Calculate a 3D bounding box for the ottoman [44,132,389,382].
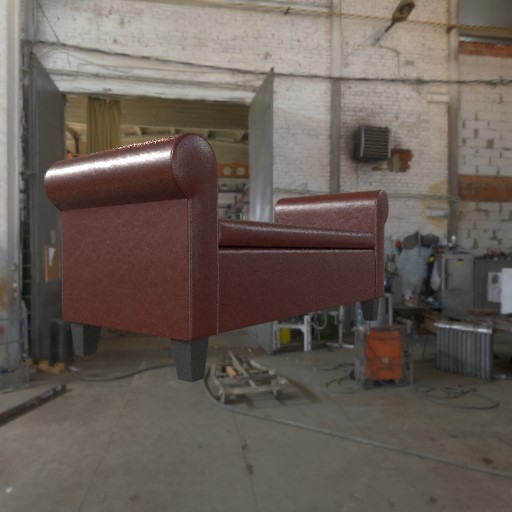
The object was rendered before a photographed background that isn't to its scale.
[{"bbox_3d":[0.000,0.000,1.556,0.521,0.547,1.256,0,1,36],"label":"ottoman"}]
